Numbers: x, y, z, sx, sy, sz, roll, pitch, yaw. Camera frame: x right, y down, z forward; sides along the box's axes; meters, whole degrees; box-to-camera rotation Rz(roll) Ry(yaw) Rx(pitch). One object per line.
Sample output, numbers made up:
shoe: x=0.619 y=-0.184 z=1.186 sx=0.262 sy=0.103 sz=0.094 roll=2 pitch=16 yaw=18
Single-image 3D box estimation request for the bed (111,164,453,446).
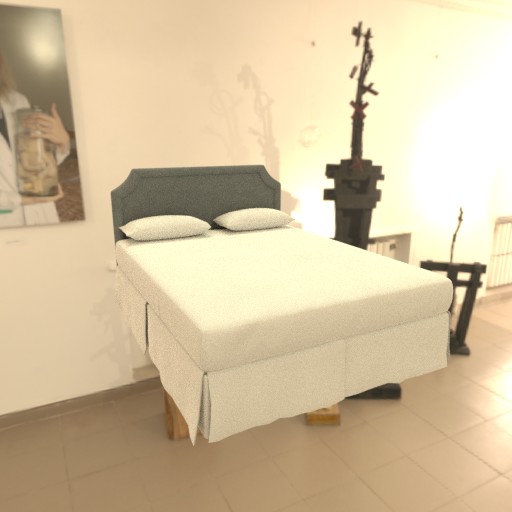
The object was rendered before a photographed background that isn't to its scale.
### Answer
bed: x=0.000 y=0.000 z=3.627 sx=1.977 sy=1.306 sz=2.464 roll=-8 pitch=17 yaw=-27
